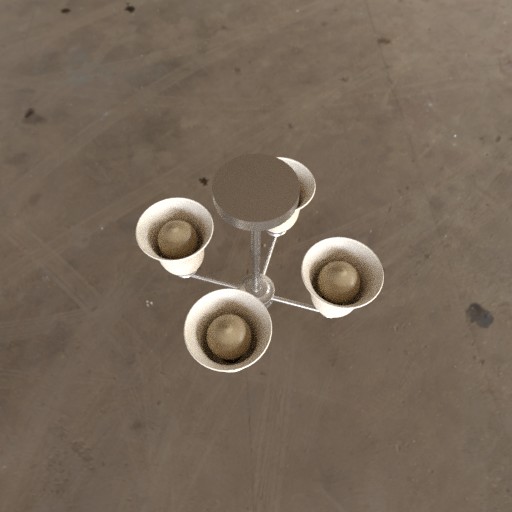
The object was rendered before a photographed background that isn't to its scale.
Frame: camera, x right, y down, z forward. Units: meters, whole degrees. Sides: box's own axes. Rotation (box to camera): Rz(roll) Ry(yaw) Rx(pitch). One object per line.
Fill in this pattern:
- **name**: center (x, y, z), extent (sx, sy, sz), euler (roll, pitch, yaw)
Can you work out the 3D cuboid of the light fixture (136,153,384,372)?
- **light fixture**: center (0.000, 0.000, 0.763), extent (0.427, 0.370, 0.427), euler (15, 60, 9)
